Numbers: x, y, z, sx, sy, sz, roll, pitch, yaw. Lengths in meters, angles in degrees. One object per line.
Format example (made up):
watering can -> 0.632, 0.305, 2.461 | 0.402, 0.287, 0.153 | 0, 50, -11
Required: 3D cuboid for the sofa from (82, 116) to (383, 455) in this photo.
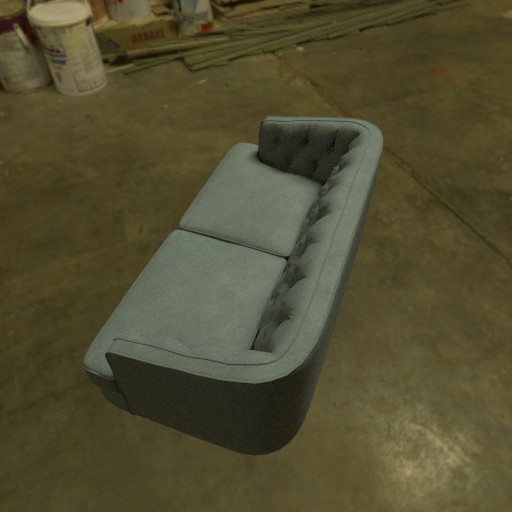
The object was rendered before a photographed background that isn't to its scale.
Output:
sofa -> 0.000, 0.000, 2.261 | 0.941, 0.855, 1.733 | 16, 50, 14
